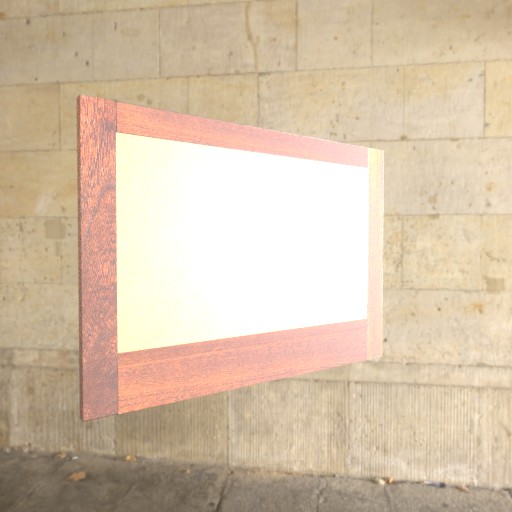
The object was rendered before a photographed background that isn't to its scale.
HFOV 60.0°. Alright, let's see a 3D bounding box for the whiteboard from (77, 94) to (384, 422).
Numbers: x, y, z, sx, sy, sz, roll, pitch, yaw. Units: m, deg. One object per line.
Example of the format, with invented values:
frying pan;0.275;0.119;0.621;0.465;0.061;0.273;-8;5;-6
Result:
whiteboard;0.000;0.000;1.013;0.783;0.559;0.083;-1;2;-35
